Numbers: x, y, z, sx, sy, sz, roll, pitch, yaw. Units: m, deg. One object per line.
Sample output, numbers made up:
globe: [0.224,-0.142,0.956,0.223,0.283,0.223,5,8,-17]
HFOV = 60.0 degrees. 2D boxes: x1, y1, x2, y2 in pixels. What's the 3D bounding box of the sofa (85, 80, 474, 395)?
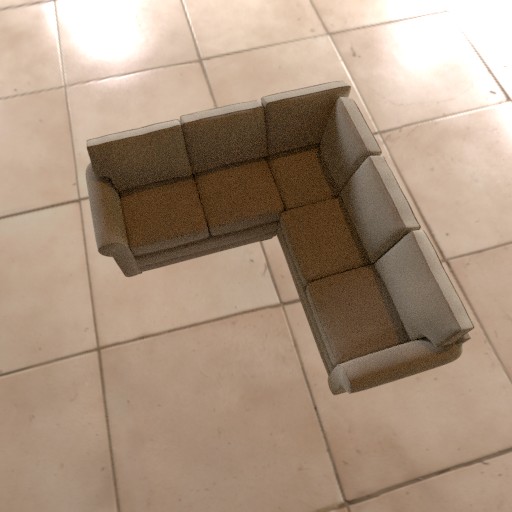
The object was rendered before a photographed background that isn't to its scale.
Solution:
sofa: [0.000,0.000,3.715,2.487,1.054,2.569,-15,65,-7]
